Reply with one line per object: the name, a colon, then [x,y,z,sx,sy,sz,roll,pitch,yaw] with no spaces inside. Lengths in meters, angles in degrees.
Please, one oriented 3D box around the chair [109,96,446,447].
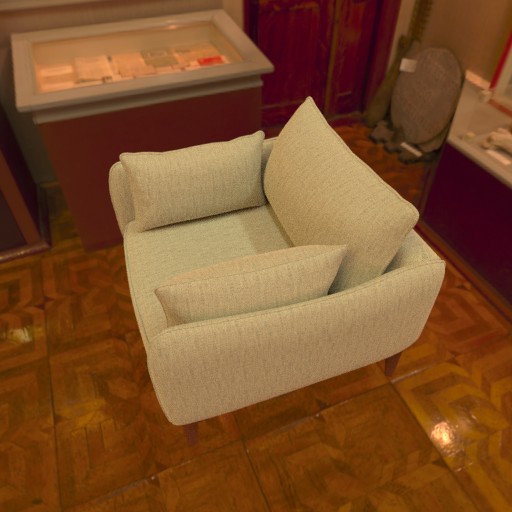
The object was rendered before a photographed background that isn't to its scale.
chair: [0.000,0.000,1.741,0.991,0.855,0.994,-14,46,-14]
